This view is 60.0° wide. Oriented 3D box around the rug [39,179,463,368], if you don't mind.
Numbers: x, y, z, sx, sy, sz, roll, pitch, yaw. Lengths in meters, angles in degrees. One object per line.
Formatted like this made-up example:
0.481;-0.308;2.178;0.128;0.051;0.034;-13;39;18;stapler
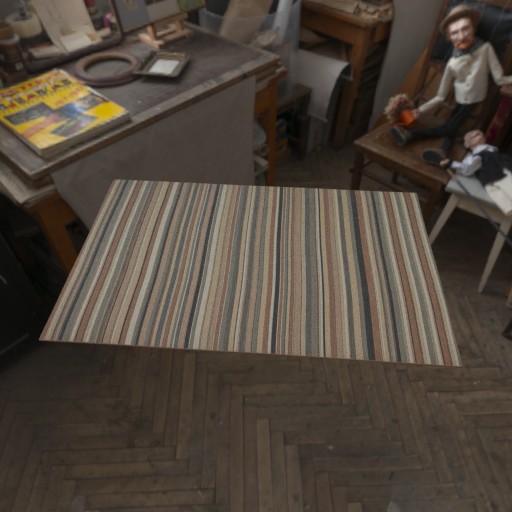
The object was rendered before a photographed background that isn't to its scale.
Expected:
0.000;0.000;3.049;2.438;0.014;1.523;3;47;3;rug
